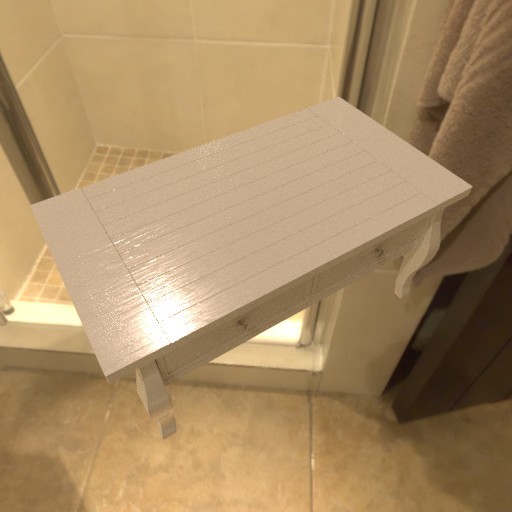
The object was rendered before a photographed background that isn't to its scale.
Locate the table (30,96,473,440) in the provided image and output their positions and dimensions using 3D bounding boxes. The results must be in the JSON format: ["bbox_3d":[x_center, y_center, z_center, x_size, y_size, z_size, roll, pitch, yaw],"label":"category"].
[{"bbox_3d":[0.000,0.000,1.395,1.062,0.495,0.600,-25,53,-21],"label":"table"}]
